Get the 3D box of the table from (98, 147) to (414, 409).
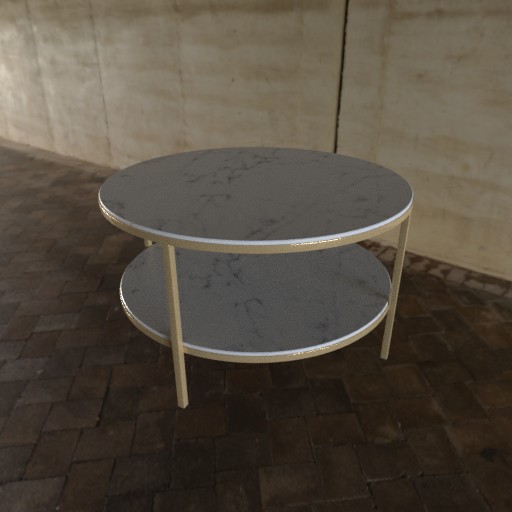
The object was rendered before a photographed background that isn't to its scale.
[{"bbox_3d":[0.000,0.000,1.274,0.800,0.450,0.800,0,26,0],"label":"table"}]
